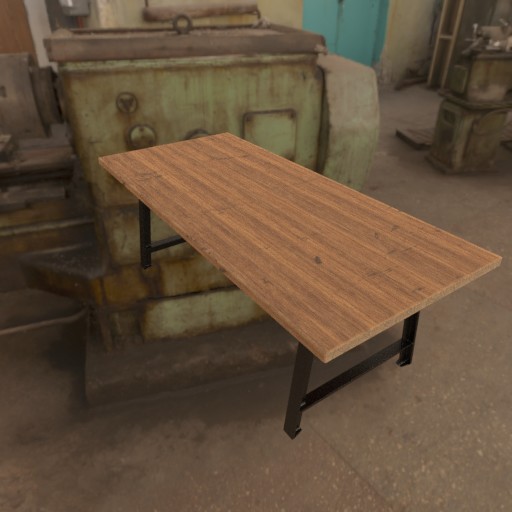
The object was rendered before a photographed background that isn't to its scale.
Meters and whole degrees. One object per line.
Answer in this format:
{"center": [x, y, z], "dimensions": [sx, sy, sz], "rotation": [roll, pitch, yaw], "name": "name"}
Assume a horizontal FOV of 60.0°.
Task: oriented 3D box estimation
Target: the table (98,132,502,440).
{"center": [0.000, 0.000, 2.587], "dimensions": [1.000, 0.757, 2.200], "rotation": [-20, 37, -29], "name": "table"}
